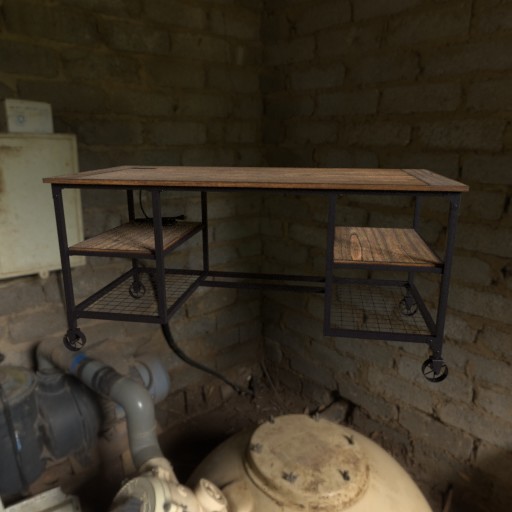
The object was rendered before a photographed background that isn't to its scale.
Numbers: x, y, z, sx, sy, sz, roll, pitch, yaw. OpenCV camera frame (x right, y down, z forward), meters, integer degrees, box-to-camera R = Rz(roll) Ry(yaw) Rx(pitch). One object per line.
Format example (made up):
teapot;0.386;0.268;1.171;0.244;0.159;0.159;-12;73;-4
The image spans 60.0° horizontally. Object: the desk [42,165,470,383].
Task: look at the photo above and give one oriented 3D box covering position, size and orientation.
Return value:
desk;0.000;0.000;2.031;1.590;0.751;0.711;3;16;9
